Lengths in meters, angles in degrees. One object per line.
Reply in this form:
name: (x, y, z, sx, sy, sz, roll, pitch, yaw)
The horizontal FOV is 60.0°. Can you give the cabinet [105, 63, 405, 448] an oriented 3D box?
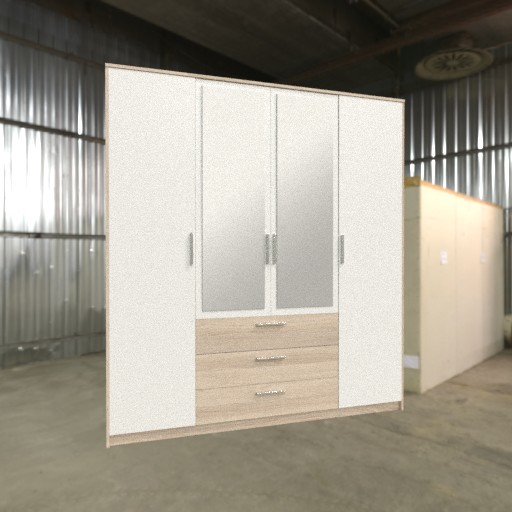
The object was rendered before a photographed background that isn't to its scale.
cabinet: (0.000, 0.000, 2.930, 1.870, 2.060, 0.620, 0, 1, -18)
